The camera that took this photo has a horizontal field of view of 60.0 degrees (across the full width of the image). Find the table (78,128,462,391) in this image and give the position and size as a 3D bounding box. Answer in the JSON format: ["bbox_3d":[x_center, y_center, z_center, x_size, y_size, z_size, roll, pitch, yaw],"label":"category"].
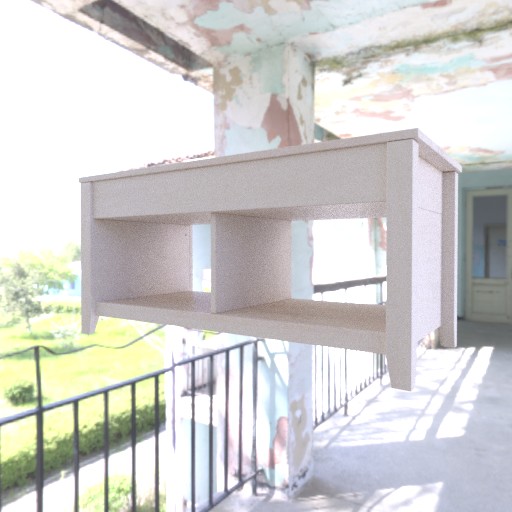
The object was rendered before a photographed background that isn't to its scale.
[{"bbox_3d":[0.000,0.000,1.280,1.016,0.483,0.457,1,1,34],"label":"table"}]
